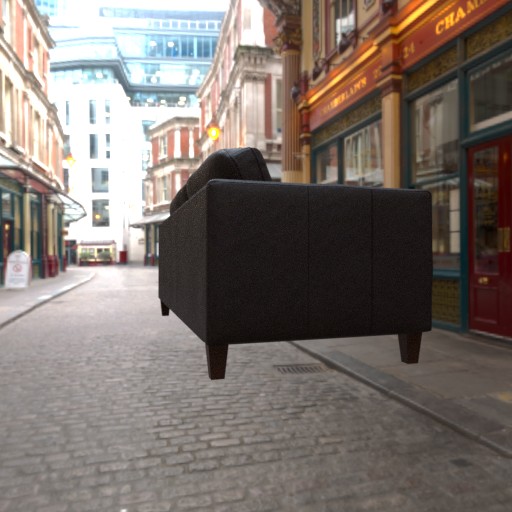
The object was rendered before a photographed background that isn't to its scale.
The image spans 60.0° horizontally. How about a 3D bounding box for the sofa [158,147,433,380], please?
[{"bbox_3d":[0.000,0.000,2.523,0.933,0.863,1.971,0,0,-17],"label":"sofa"}]
